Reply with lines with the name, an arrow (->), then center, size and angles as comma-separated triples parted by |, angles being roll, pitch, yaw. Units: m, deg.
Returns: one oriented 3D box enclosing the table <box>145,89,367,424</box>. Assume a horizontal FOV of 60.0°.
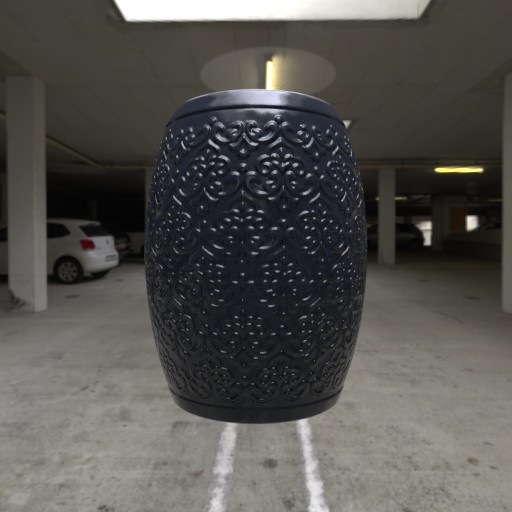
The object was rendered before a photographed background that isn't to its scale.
table -> 0.000, 0.000, 0.634 | 0.309, 0.397, 0.309 | 0, 1, 0
